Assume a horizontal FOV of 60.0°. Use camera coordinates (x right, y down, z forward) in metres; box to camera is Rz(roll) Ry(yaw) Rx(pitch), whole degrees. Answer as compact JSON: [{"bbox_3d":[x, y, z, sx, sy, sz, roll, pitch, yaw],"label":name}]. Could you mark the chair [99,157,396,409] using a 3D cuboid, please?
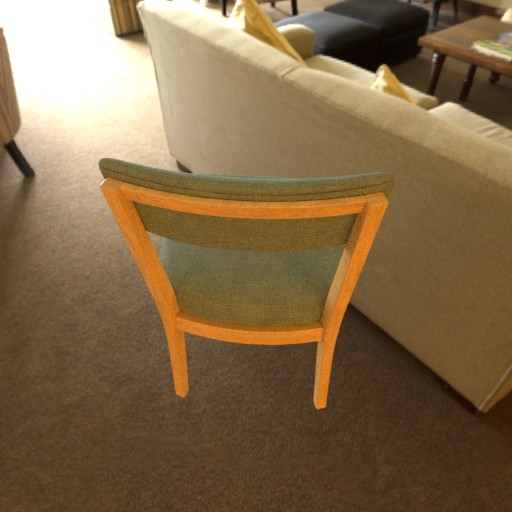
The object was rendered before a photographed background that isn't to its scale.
[{"bbox_3d":[0.000,0.000,1.151,0.508,0.832,0.572,4,45,4],"label":"chair"}]
